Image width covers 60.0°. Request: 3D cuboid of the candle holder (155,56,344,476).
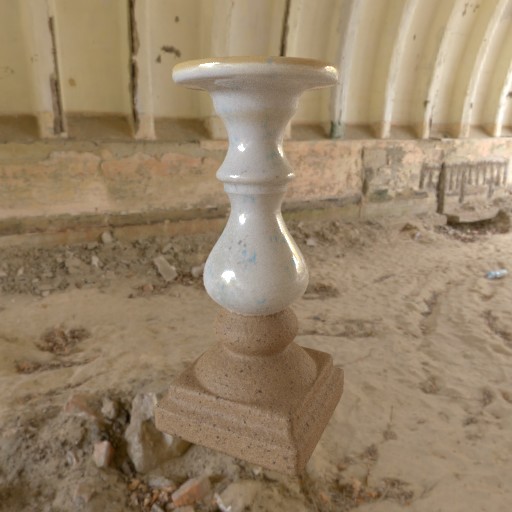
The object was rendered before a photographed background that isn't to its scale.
[{"bbox_3d":[0.000,0.000,0.304,0.110,0.239,0.110,7,17,25],"label":"candle holder"}]
